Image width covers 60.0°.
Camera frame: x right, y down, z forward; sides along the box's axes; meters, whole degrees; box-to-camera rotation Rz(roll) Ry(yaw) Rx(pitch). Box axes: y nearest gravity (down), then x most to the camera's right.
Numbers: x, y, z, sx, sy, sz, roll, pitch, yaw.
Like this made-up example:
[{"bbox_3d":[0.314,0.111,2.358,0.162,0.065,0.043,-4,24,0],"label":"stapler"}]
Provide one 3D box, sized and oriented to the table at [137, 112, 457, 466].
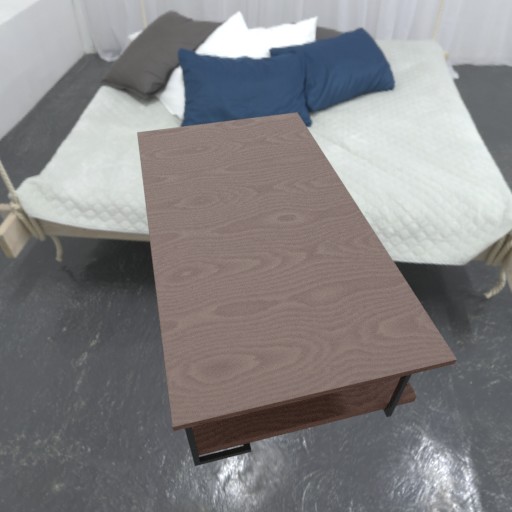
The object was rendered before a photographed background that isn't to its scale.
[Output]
[{"bbox_3d":[0.000,0.000,1.489,0.651,0.347,1.197,-10,46,-10],"label":"table"}]
